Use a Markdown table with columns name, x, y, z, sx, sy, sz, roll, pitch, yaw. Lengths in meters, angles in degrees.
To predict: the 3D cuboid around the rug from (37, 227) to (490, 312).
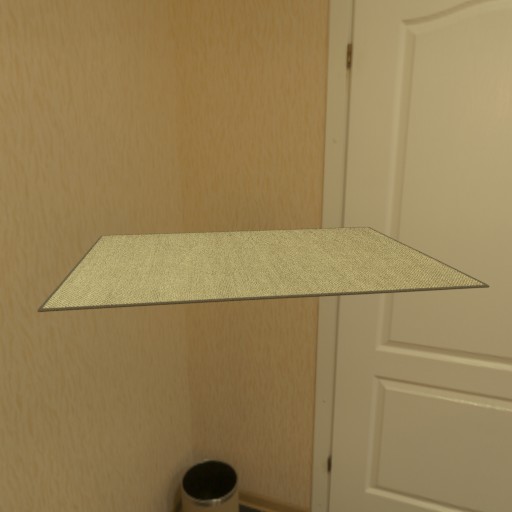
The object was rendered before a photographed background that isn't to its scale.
| name | x | y | z | sx | sy | sz | roll | pitch | yaw |
| --- | --- | --- | --- | --- | --- | --- | --- | --- | --- |
| rug | 0.000 | 0.000 | 2.776 | 2.133 | 0.012 | 1.523 | -2 | 15 | -8 |
